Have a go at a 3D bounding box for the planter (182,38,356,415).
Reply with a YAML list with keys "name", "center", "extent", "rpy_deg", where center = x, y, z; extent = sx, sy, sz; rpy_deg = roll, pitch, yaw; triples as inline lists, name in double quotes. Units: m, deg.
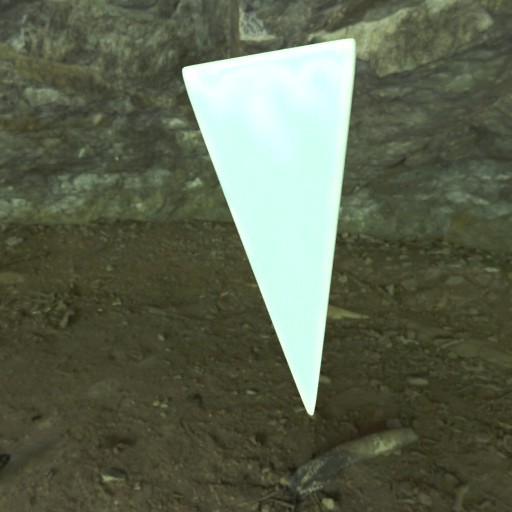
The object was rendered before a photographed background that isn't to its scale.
- name: "planter"
  center: [0.000, 0.000, 0.213]
  extent: [0.064, 0.178, 0.080]
  rpy_deg: [-2, 13, -9]
